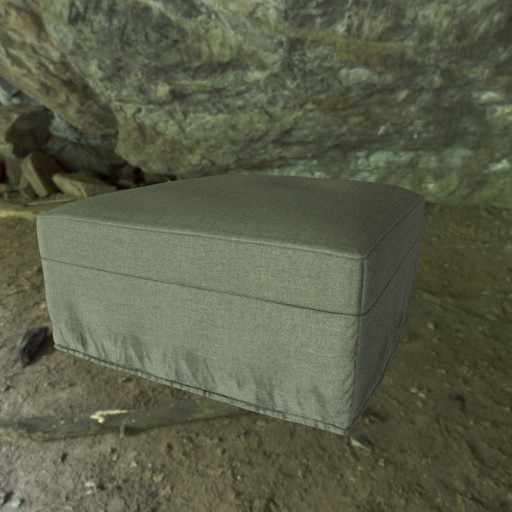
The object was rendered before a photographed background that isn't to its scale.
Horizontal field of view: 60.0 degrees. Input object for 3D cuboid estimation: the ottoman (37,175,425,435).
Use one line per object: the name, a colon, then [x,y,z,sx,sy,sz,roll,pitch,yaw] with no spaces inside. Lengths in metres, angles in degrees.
ottoman: [0.000,0.000,1.307,0.843,0.436,0.840,8,18,26]
